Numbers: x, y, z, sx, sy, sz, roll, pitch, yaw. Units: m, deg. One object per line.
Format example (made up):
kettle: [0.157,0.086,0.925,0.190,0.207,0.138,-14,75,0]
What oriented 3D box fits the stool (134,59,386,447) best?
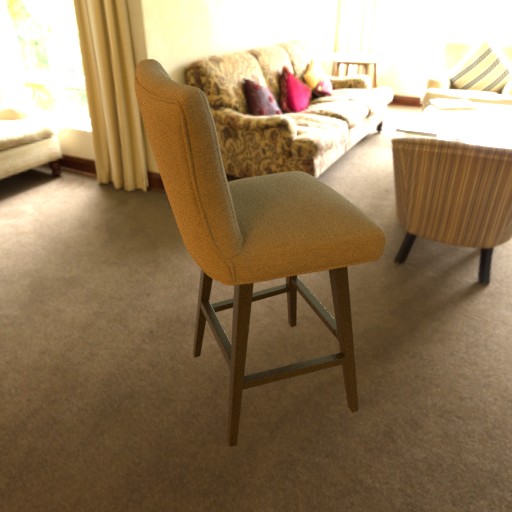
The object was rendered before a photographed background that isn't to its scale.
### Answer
stool: [0.000,0.000,1.365,0.574,1.086,0.514,-12,33,-18]
